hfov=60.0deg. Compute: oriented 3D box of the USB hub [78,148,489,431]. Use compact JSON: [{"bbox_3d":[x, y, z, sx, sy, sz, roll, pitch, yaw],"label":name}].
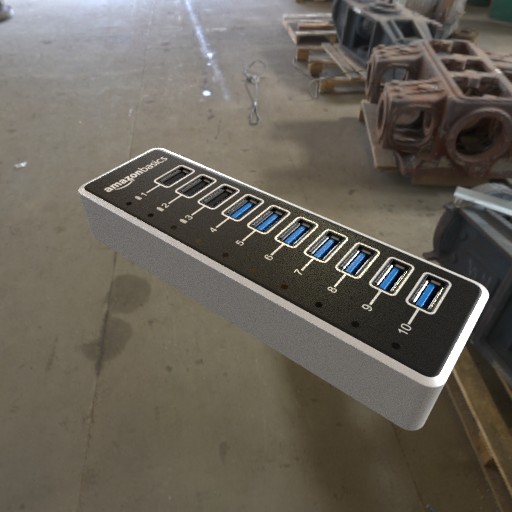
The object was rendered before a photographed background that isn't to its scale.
[{"bbox_3d":[0.000,0.000,0.159,0.145,0.023,0.044,27,49,27],"label":"USB hub"}]
